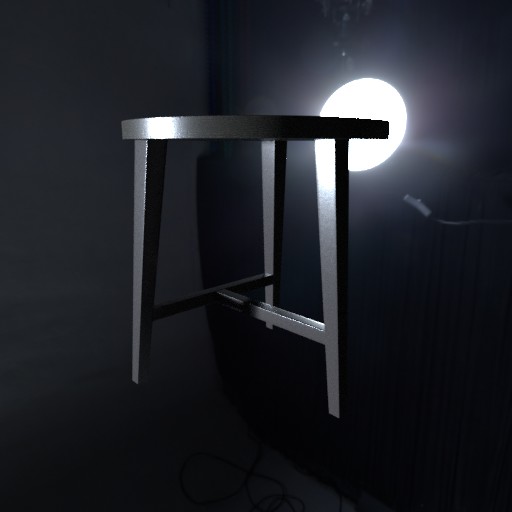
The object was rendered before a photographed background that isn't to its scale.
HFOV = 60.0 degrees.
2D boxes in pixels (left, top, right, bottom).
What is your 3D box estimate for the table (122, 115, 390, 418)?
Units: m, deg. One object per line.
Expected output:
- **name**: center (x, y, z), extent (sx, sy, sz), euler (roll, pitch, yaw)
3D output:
- **table**: center (0.000, 0.000, 0.923), extent (0.500, 0.531, 0.500), euler (0, 14, 0)
